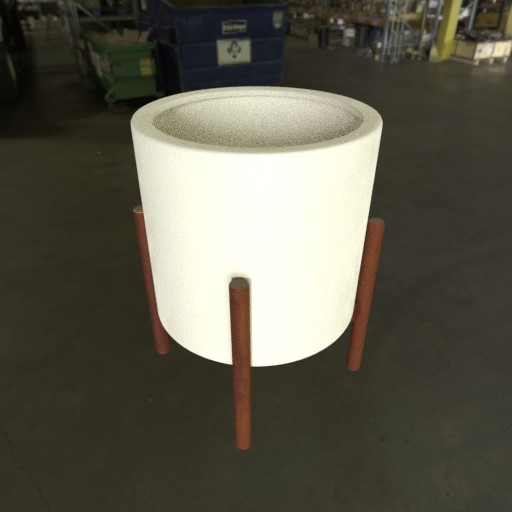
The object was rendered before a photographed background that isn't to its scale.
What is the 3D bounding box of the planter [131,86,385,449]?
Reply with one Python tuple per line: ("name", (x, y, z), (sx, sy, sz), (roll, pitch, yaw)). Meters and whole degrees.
("planter", (0.000, 0.000, 0.911), (0.421, 0.581, 0.420), (-21, 38, -29))
